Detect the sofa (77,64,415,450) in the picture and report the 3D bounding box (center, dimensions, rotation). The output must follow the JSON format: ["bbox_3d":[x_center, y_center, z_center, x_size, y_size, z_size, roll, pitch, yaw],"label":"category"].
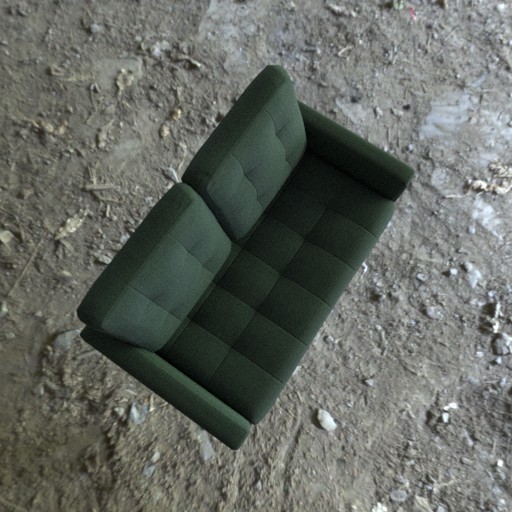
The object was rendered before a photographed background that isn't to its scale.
[{"bbox_3d":[0.000,0.000,1.977,0.842,0.907,1.407,33,78,8],"label":"sofa"}]
